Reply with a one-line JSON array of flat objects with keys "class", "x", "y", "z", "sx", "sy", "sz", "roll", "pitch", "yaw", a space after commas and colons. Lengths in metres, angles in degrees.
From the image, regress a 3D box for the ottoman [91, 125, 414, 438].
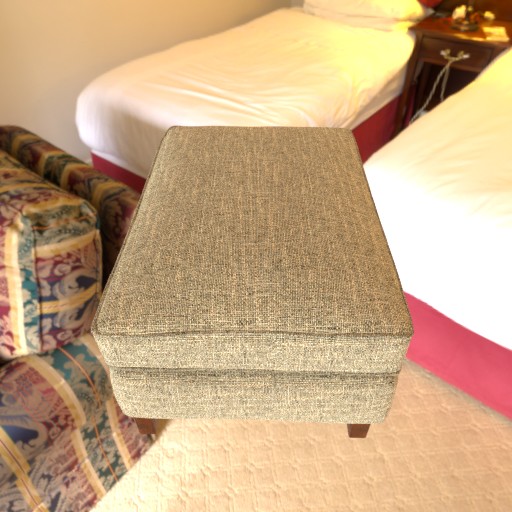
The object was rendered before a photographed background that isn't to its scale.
[{"class": "ottoman", "x": 0.000, "y": 0.000, "z": 0.968, "sx": 0.508, "sy": 0.406, "sz": 0.686, "roll": 1, "pitch": 41, "yaw": 1}]
